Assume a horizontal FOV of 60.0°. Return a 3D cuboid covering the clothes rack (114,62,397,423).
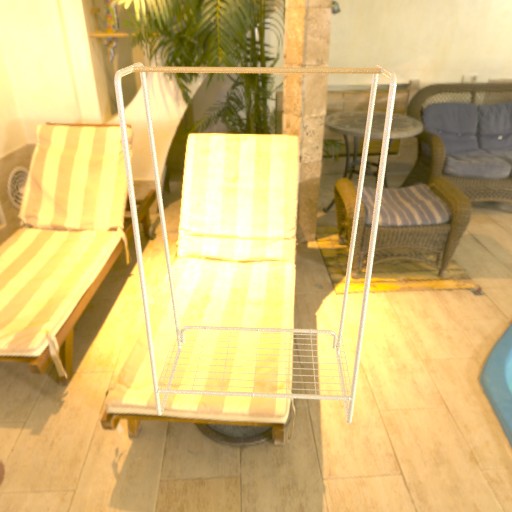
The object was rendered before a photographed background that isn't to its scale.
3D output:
[{"bbox_3d":[0.000,0.000,1.898,0.900,1.500,0.495,1,30,3],"label":"clothes rack"}]
